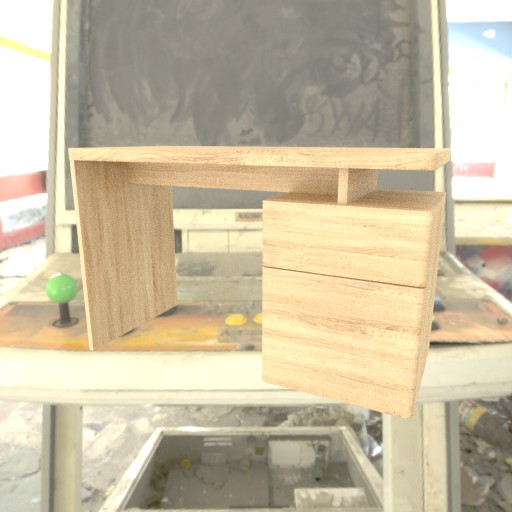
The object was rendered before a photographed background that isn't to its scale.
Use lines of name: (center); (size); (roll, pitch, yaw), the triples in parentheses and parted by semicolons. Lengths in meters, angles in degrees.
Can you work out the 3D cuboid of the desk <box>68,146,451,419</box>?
desk: (0.000, 0.000, 1.609); (1.200, 0.760, 0.550); (7, 16, 25)
